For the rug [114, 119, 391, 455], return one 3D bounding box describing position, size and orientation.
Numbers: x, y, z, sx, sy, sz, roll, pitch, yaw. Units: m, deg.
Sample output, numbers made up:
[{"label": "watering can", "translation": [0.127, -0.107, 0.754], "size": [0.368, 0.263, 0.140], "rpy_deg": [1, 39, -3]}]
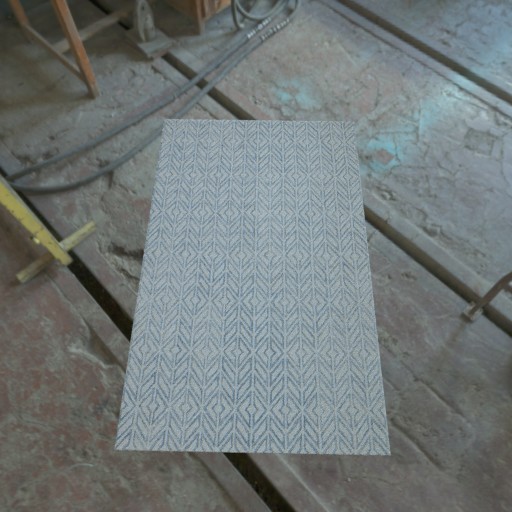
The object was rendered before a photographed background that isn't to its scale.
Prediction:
[{"label": "rug", "translation": [0.000, 0.000, 3.003], "size": [1.526, 0.008, 2.441], "rpy_deg": [1, 63, 0]}]
